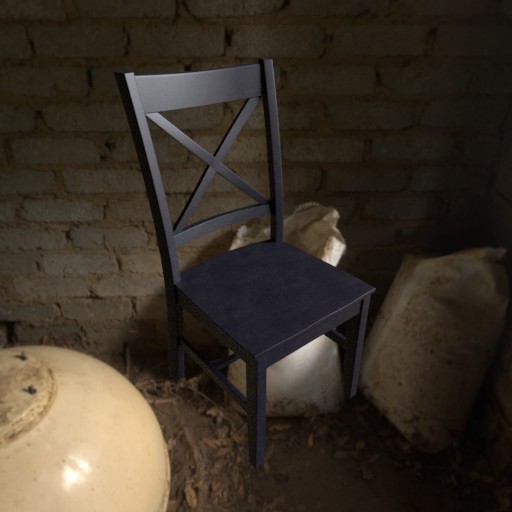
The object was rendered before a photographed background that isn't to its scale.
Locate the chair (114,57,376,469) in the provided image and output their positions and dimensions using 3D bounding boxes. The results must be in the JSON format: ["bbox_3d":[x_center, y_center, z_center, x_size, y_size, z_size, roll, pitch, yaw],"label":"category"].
[{"bbox_3d":[0.000,0.000,1.283,0.485,0.983,0.542,-22,37,-33],"label":"chair"}]
